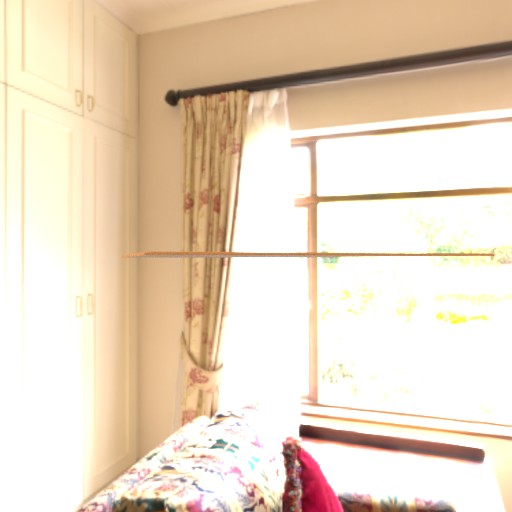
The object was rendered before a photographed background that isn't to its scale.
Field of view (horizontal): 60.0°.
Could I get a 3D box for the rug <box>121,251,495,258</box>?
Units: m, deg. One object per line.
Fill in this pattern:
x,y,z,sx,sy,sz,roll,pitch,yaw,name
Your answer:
0.000,0.000,2.726,1.524,0.013,2.134,0,0,-19,rug
